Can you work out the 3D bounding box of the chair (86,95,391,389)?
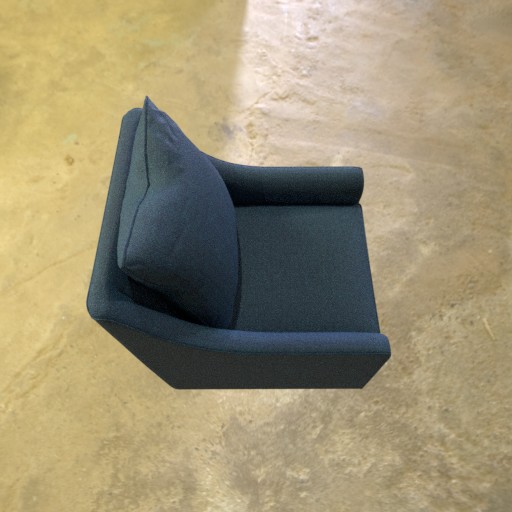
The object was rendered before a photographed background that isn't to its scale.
[{"bbox_3d":[0.000,0.000,1.592,0.870,0.939,0.750,0,61,0],"label":"chair"}]
